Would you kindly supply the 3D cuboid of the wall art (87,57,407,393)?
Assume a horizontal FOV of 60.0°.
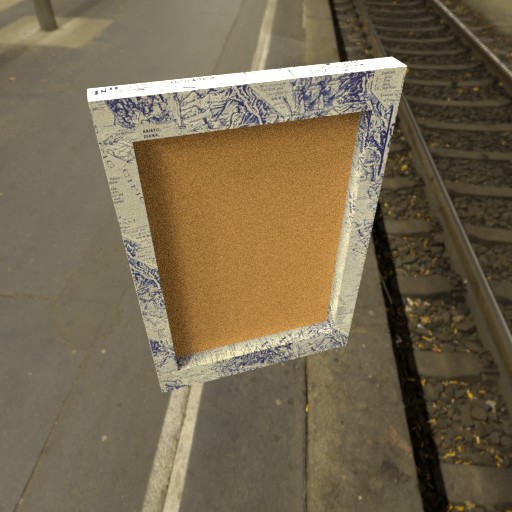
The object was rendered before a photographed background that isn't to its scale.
[{"bbox_3d":[0.000,0.000,0.473,0.255,0.376,0.025,-11,43,-13],"label":"wall art"}]
